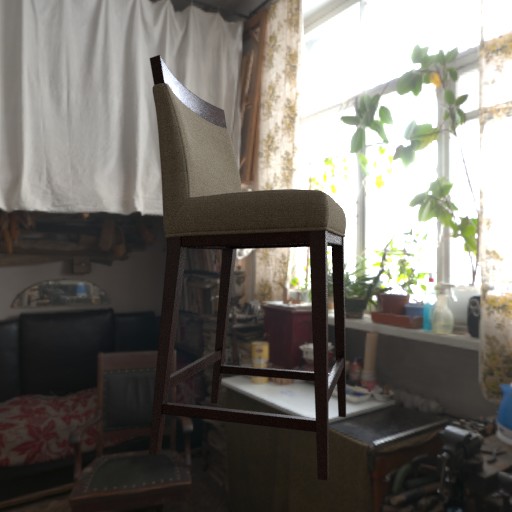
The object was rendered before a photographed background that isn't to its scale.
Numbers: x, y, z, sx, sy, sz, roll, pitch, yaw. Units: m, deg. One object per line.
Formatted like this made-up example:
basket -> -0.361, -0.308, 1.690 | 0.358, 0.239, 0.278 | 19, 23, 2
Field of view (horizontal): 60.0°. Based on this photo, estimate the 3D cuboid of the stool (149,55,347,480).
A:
stool -> 0.000, 0.000, 1.273 | 0.480, 1.011, 0.463 | 0, 0, 17
